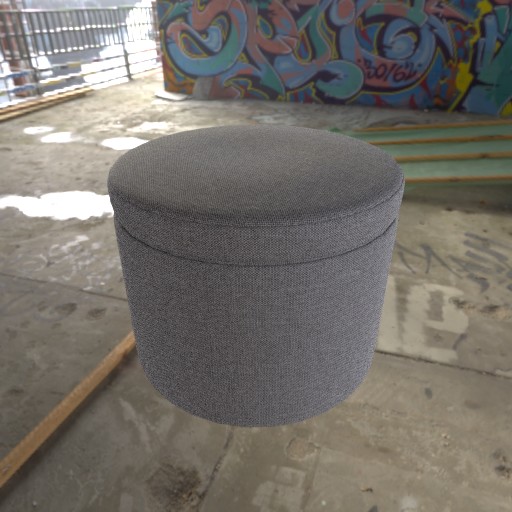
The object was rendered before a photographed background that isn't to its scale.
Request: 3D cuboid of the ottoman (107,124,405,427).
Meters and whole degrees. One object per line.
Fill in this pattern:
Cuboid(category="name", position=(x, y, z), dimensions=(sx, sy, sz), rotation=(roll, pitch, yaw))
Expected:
Cuboid(category="ottoman", position=(0.000, 0.000, 0.864), dimensions=(0.500, 0.419, 0.500), rotation=(0, 30, 0))
